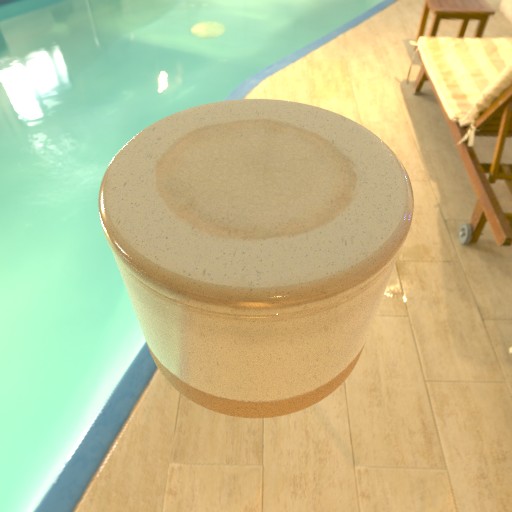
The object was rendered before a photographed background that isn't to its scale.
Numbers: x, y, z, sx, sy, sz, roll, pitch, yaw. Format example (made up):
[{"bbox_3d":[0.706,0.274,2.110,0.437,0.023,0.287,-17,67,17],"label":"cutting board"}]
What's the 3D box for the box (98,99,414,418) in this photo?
[{"bbox_3d":[0.000,0.000,0.263,0.154,0.123,0.154,0,47,0],"label":"box"}]
